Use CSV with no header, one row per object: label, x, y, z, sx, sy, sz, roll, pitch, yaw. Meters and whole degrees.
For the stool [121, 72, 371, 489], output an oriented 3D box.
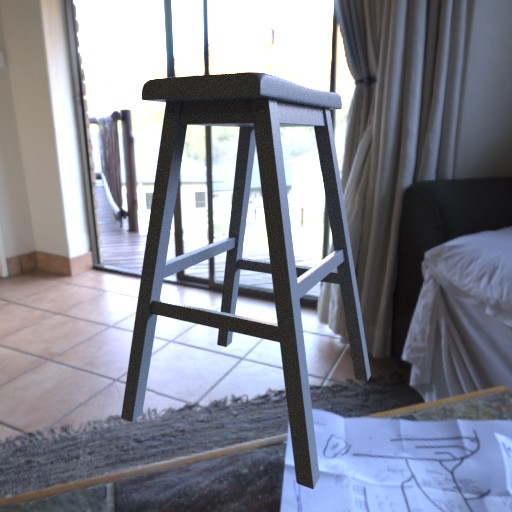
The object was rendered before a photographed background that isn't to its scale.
stool,0.000,0.000,1.032,0.476,0.737,0.457,8,17,26
